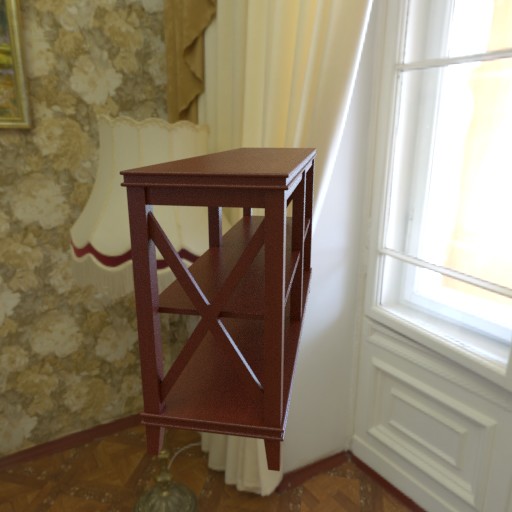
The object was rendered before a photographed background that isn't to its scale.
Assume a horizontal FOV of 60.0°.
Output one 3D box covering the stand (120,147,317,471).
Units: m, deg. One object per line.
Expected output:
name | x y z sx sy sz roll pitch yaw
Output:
stand | 0.000 0.000 1.714 0.381 0.762 1.372 3 16 10
